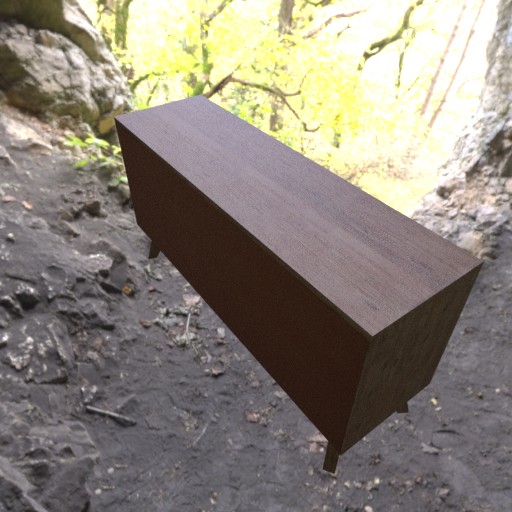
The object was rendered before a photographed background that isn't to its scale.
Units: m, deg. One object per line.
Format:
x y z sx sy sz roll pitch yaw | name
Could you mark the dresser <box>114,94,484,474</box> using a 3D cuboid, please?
0.000 0.000 1.882 0.455 0.805 1.554 -25 47 -27 | dresser
